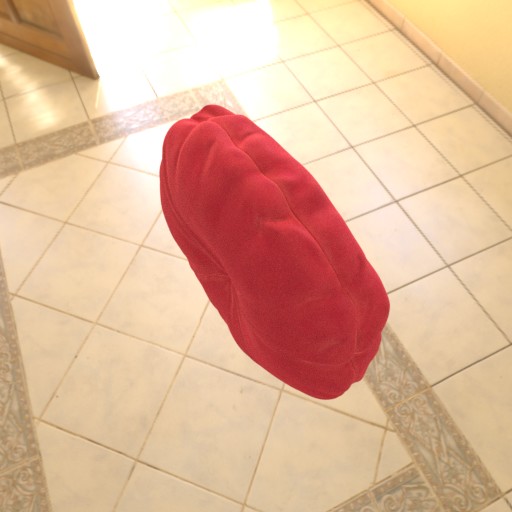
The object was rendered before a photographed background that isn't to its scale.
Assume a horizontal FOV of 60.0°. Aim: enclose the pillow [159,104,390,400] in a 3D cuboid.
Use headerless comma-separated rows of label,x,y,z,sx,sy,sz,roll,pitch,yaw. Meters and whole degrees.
pillow,0.000,0.000,0.621,0.148,0.407,0.428,-31,64,-17
